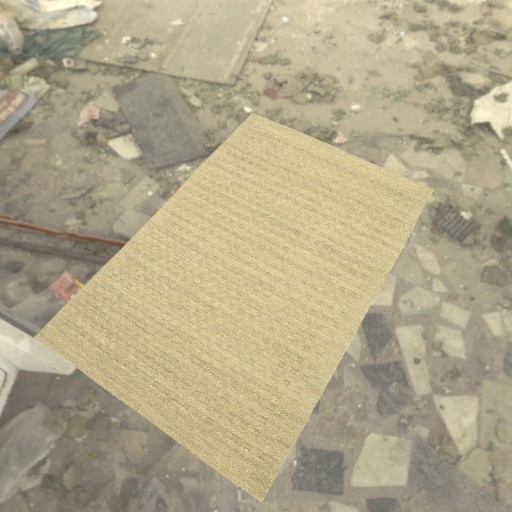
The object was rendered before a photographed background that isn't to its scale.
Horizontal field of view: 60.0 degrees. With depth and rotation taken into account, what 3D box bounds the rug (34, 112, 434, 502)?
[{"bbox_3d":[0.000,0.000,2.823,1.532,0.018,2.297,28,61,17],"label":"rug"}]
